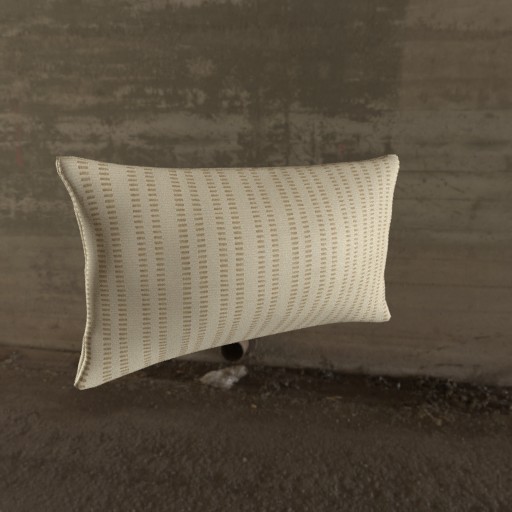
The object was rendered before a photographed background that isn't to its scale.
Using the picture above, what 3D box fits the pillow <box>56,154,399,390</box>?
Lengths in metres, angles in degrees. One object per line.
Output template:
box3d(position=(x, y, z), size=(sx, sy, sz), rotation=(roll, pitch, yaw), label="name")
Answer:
box3d(position=(0.000, 0.000, 0.794), size=(0.640, 0.353, 0.210), rotation=(-7, 15, -27), label="pillow")
